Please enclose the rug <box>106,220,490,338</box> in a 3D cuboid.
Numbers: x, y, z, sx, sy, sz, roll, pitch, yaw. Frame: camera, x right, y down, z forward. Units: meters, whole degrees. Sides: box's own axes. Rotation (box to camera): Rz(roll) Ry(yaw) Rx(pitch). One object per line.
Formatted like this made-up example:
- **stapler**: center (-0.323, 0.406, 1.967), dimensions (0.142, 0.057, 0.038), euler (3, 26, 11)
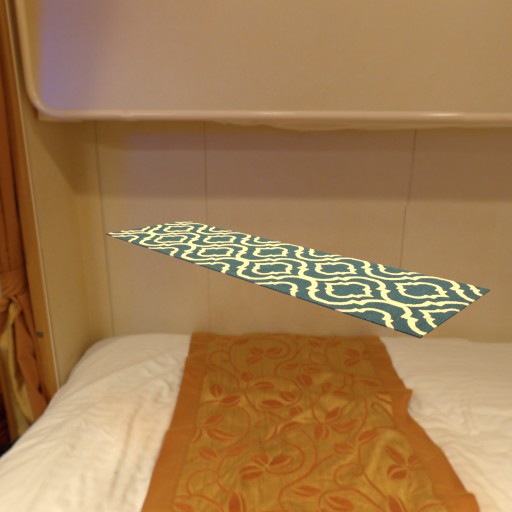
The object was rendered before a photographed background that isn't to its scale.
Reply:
- **rug**: center (0.000, 0.000, 2.543), dimensions (0.685, 0.006, 2.296), euler (-15, 21, -43)
